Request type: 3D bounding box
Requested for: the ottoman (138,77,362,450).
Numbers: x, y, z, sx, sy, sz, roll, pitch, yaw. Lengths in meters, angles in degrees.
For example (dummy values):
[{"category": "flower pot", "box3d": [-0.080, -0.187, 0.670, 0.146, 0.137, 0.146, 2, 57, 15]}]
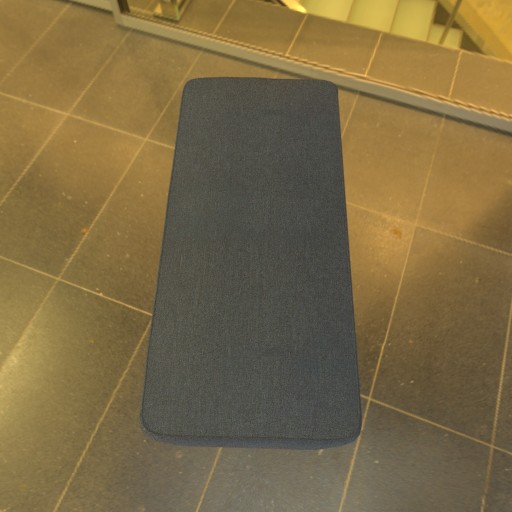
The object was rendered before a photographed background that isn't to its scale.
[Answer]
[{"category": "ottoman", "box3d": [0.000, 0.000, 1.393, 0.515, 0.460, 1.110, 1, 64, 1]}]
